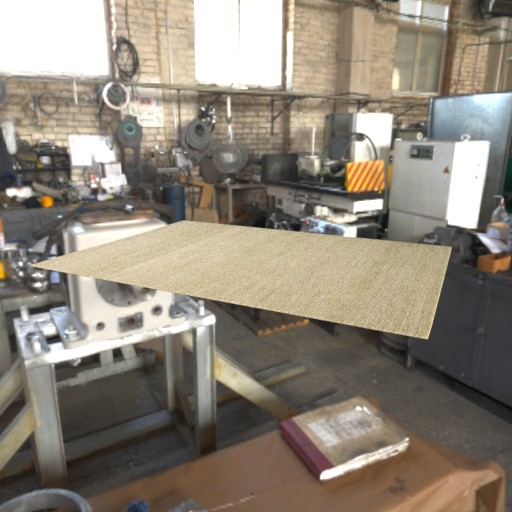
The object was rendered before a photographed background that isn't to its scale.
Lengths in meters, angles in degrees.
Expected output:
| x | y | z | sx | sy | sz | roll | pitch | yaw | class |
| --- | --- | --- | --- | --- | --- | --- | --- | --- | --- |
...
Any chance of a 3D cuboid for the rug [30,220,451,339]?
| x | y | z | sx | sy | sz | roll | pitch | yaw | class |
| --- | --- | --- | --- | --- | --- | --- | --- | --- | --- |
| 0.000 | 0.000 | 5.014 | 3.935 | 0.025 | 2.782 | 7 | 17 | 25 | rug |
